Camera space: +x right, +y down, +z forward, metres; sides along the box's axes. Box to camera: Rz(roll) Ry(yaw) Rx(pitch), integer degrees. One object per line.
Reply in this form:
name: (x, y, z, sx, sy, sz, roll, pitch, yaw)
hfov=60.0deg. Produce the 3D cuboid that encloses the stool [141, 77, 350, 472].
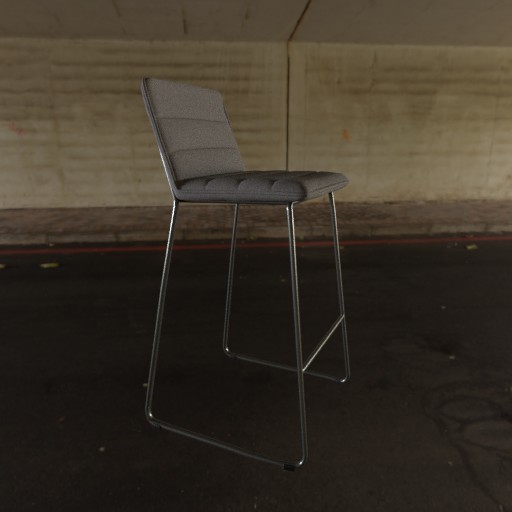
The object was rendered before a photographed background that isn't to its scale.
stool: (0.000, 0.000, 1.286, 0.490, 0.960, 0.490, 7, 16, 24)
